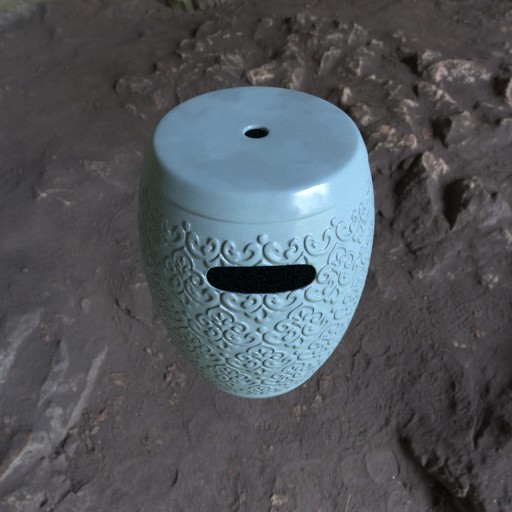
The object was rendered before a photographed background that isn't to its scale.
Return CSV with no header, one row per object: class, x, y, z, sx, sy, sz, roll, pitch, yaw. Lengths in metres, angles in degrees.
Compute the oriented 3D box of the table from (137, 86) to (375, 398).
table,0.000,0.000,0.631,0.309,0.397,0.309,0,45,0
